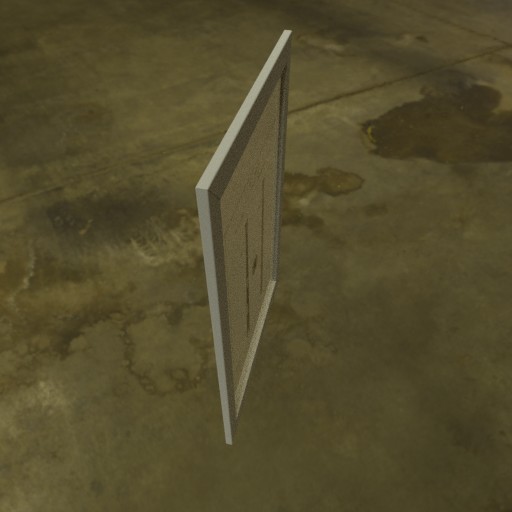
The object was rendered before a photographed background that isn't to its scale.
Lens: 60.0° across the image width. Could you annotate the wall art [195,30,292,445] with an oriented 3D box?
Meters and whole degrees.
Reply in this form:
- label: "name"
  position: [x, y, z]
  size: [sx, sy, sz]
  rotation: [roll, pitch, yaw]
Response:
- label: "wall art"
  position: [0.000, 0.000, 0.679]
  size: [0.012, 0.529, 0.374]
  rotation: [10, 46, 10]
